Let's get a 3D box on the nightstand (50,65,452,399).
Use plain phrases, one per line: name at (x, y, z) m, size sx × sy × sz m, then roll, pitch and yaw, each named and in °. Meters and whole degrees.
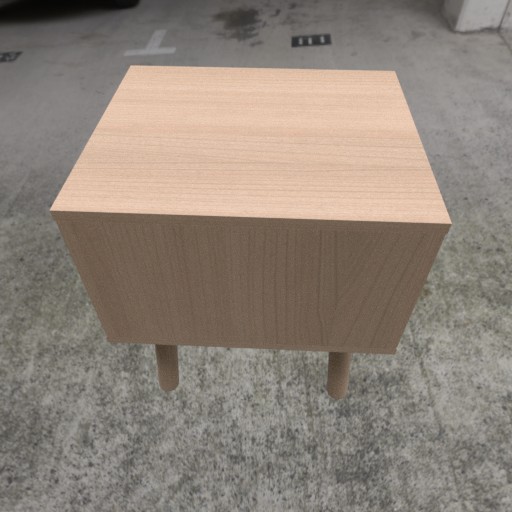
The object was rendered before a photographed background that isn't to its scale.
nightstand at (0.000, 0.000, 0.818) m, size 0.450 × 0.530 × 0.380 m, roll 2°, pitch 47°, yaw 2°
